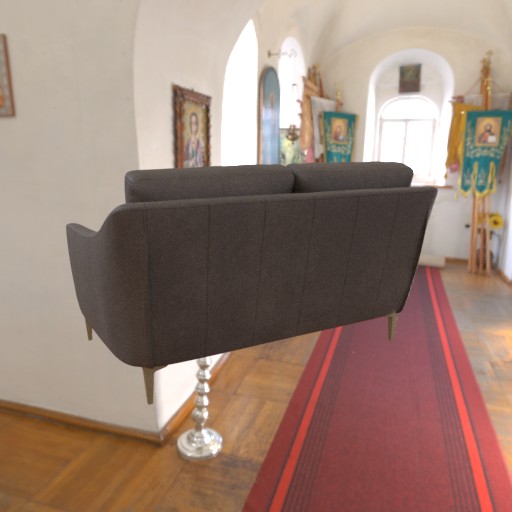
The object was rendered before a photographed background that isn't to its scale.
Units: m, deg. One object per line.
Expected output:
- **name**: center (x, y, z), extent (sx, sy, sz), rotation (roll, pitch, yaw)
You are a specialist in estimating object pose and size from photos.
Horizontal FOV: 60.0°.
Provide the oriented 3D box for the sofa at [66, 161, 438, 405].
- **sofa**: center (0.000, 0.000, 2.161), extent (1.619, 0.902, 0.960), rotation (-7, 15, -27)
